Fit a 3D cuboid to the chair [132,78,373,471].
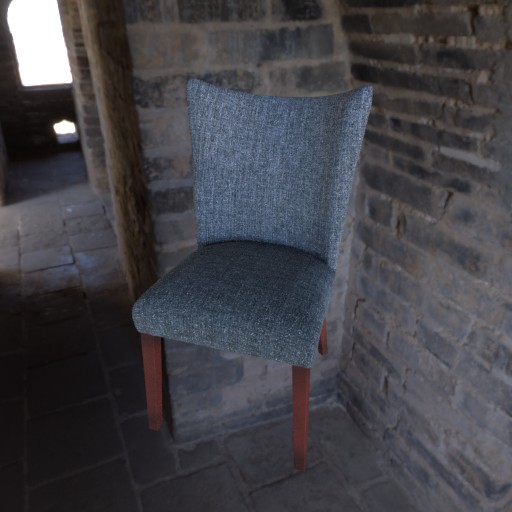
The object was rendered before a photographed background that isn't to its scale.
[{"bbox_3d":[0.000,0.000,1.297,0.535,0.924,0.623,8,29,16],"label":"chair"}]
